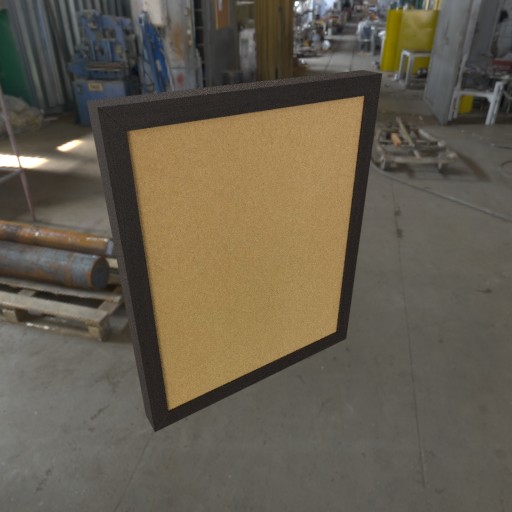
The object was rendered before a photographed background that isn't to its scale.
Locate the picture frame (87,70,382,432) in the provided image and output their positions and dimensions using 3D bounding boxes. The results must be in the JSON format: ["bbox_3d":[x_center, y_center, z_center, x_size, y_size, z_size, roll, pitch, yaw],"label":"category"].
[{"bbox_3d":[0.000,0.000,0.761,0.452,0.555,0.044,-18,35,-28],"label":"picture frame"}]
